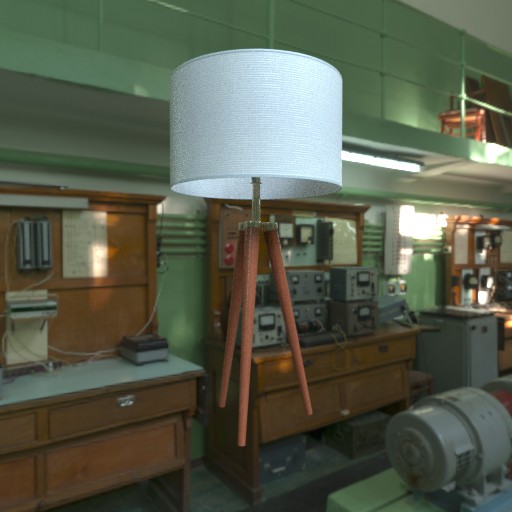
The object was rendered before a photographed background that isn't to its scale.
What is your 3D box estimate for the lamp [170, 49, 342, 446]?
[{"bbox_3d":[0.000,0.000,0.934,0.355,0.709,0.354,-1,1,-35],"label":"lamp"}]
